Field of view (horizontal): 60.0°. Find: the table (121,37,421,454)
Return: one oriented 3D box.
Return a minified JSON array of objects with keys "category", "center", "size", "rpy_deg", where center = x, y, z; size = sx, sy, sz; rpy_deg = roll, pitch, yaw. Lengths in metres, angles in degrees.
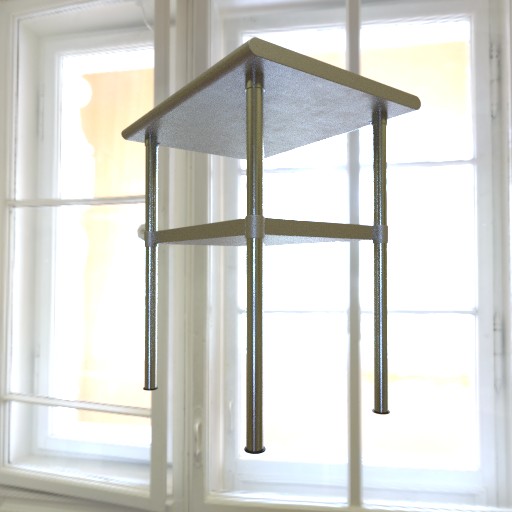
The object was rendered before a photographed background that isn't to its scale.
[{"category":"table","center":[0.000,0.000,1.363],"size":[0.584,0.876,0.762],"rpy_deg":[1,-1,-36]}]
